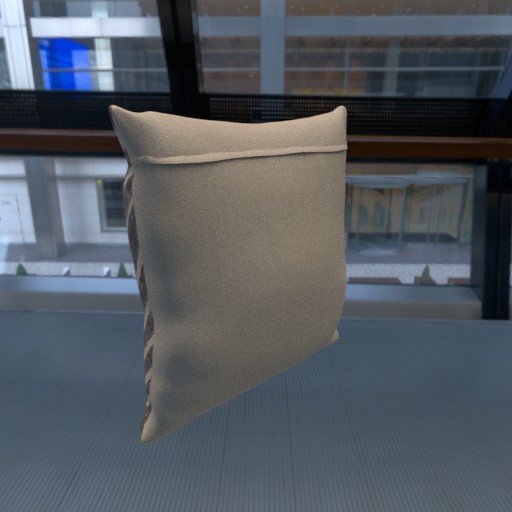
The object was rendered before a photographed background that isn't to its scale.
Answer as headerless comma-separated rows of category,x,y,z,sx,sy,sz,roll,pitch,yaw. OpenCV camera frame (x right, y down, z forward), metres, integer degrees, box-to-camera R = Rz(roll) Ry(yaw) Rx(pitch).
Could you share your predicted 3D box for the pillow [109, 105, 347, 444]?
pillow,0.000,0.000,0.675,0.440,0.441,0.182,-16,24,-42
